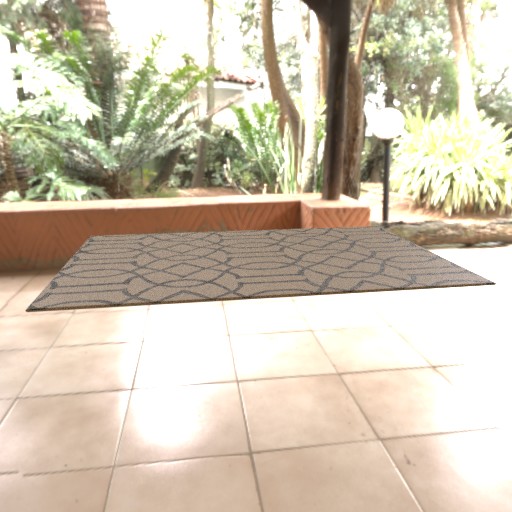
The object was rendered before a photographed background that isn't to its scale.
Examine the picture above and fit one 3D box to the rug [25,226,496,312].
[{"bbox_3d":[0.000,0.000,2.906,2.365,0.017,1.521,-2,16,-9],"label":"rug"}]
